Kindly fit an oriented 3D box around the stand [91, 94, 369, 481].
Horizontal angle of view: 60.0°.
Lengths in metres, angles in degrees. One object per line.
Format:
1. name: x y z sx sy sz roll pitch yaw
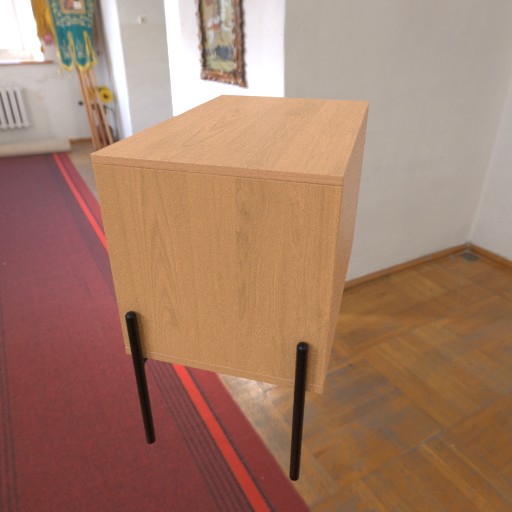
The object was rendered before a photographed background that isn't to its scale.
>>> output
1. stand: 0.000 0.000 1.008 0.400 0.600 0.630 8 30 14
